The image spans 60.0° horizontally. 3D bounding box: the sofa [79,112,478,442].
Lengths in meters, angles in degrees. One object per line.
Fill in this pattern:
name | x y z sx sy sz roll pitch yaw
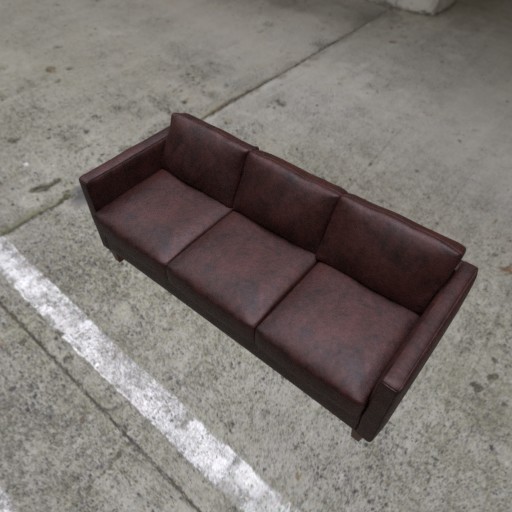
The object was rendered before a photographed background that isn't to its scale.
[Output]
sofa | 0.000 0.000 2.985 2.464 1.006 1.045 32 55 25
